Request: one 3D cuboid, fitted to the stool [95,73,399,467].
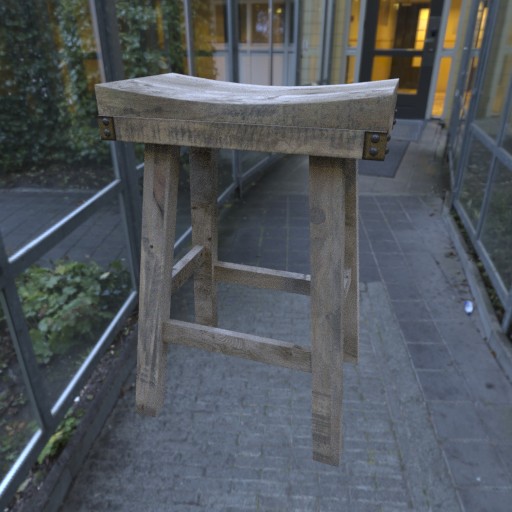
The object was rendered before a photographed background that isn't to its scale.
[{"bbox_3d":[0.000,0.000,0.863,0.450,0.635,0.330,8,28,16],"label":"stool"}]
